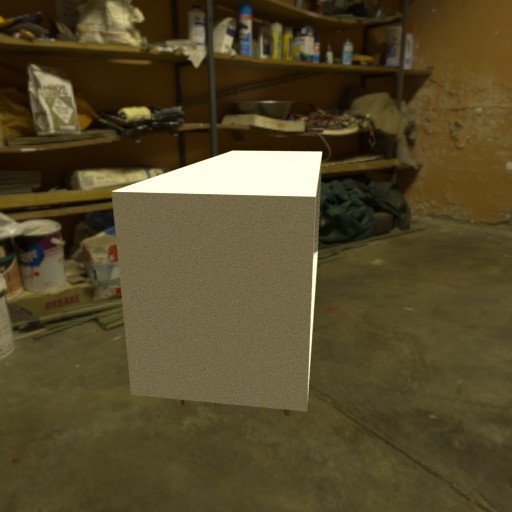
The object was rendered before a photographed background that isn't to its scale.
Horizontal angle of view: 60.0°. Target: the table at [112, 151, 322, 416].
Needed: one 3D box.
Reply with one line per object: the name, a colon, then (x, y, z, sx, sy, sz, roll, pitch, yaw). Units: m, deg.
table: (0.000, 0.000, 1.887, 0.508, 0.769, 1.500, 3, 17, 8)
